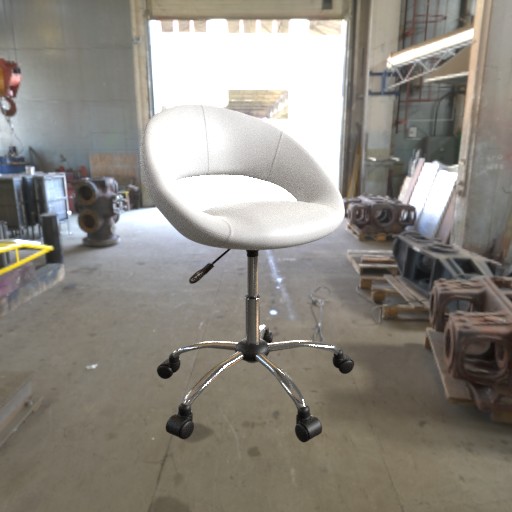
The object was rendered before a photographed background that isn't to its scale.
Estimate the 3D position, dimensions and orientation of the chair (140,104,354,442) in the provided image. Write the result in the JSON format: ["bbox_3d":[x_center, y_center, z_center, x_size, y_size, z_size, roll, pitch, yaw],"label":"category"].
[{"bbox_3d":[0.000,0.000,1.178,0.612,0.791,0.538,-13,20,-42],"label":"chair"}]
